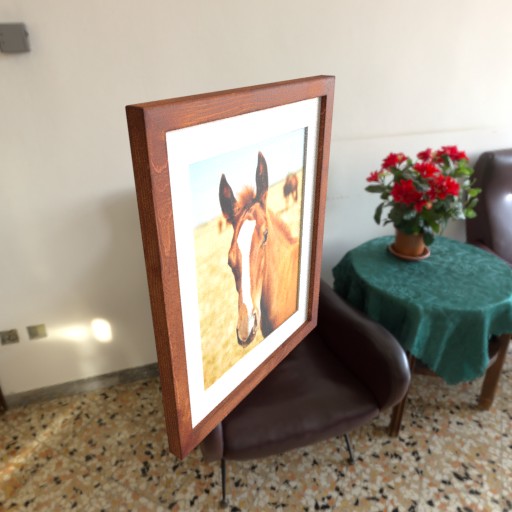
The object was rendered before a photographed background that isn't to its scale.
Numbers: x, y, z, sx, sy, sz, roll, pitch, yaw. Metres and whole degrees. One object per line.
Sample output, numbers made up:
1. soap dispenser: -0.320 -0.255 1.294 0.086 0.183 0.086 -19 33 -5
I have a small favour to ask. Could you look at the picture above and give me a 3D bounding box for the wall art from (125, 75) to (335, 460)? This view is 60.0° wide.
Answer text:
1. wall art: 0.000 0.000 0.779 0.030 0.558 0.462 18 32 31
